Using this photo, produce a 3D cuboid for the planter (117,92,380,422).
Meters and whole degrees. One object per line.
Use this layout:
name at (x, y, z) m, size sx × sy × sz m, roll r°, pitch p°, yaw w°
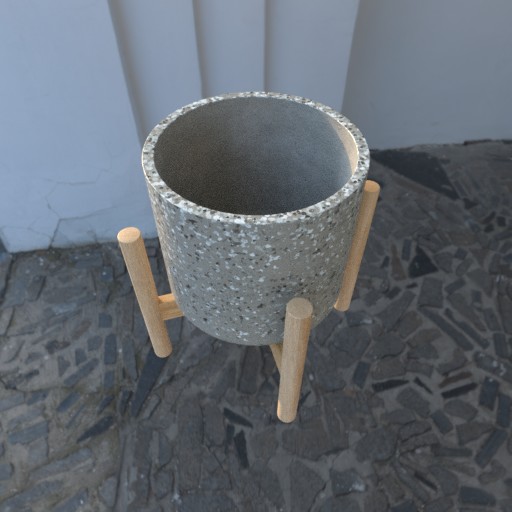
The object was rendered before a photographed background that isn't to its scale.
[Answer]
planter at (0.000, 0.000, 0.555) m, size 0.284 × 0.320 × 0.284 m, roll 4°, pitch 48°, yaw 4°
